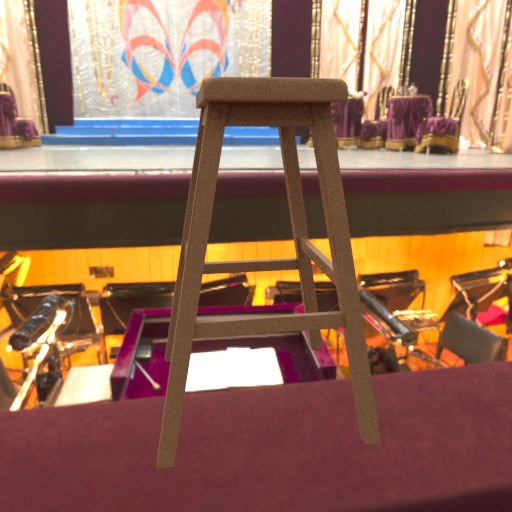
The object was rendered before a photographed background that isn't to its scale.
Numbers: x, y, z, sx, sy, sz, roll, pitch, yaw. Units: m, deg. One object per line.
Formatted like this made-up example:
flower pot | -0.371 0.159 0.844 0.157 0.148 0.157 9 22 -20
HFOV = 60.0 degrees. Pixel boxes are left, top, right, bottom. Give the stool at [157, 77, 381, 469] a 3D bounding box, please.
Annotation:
stool | 0.000 0.000 1.035 0.476 0.737 0.457 -3 17 -9
